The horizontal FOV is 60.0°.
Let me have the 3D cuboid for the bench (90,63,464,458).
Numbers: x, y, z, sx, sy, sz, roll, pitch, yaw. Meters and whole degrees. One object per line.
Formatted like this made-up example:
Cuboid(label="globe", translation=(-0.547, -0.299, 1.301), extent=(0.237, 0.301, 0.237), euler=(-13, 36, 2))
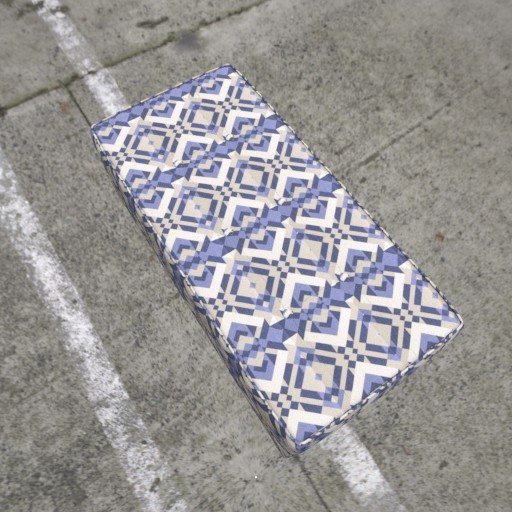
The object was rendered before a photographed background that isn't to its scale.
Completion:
Cuboid(label="bench", translation=(0.000, 0.000, 1.310), extent=(0.492, 0.477, 1.016), euler=(-31, 67, -14))
